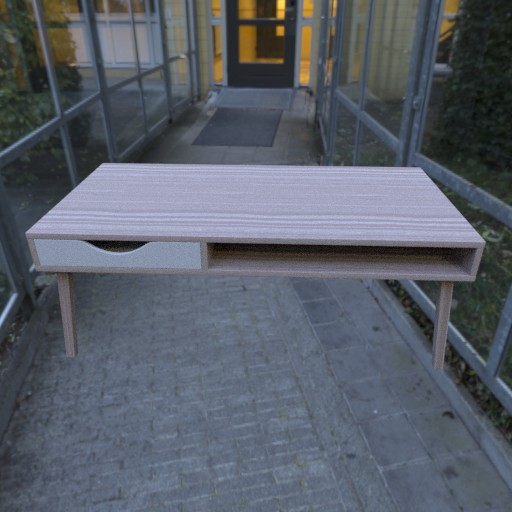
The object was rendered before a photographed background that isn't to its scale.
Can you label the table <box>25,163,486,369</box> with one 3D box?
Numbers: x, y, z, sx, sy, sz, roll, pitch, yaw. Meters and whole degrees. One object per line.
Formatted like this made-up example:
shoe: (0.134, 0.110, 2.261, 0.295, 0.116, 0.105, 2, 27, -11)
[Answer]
table: (0.000, 0.000, 1.523, 1.200, 0.450, 0.600, 1, 29, 2)
